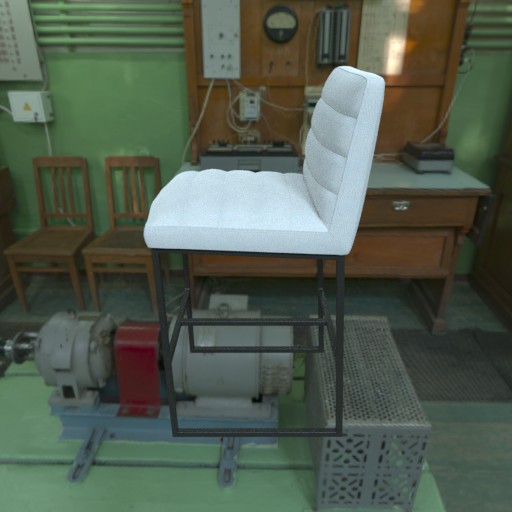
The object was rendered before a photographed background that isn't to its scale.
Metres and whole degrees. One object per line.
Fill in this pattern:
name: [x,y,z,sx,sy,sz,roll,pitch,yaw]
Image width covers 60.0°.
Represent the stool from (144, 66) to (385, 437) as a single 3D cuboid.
stool: [0.000,0.000,1.366,0.573,1.061,0.464,0,26,0]
